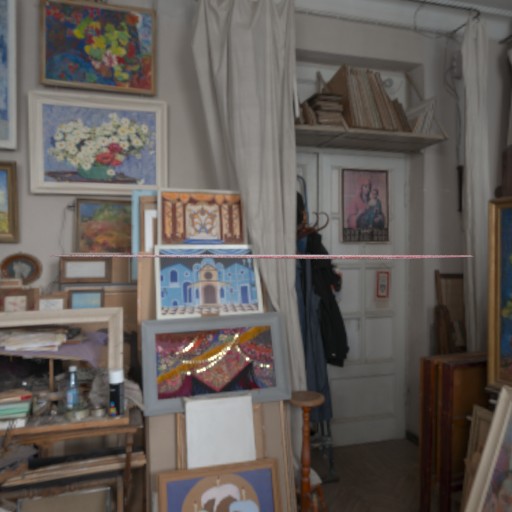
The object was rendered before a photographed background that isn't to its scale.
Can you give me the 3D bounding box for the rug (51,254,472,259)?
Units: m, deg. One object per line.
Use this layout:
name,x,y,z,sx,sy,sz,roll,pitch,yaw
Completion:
rug,0.000,0.000,2.289,1.829,0.006,1.219,0,0,37
